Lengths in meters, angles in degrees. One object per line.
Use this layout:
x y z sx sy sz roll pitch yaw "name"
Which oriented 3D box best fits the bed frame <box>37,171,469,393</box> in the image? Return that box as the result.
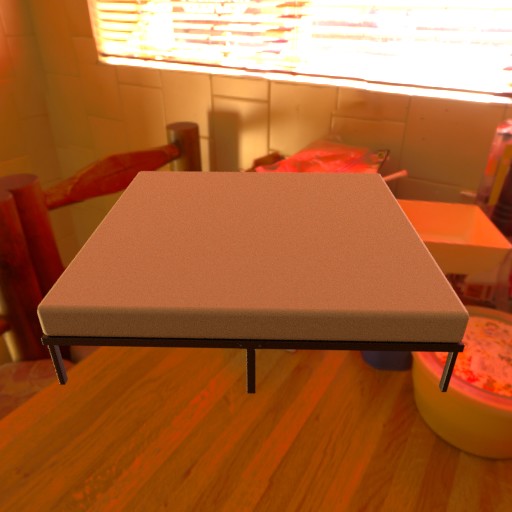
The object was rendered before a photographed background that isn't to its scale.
0.000 0.000 3.885 2.635 0.680 2.526 1 30 1 "bed frame"
